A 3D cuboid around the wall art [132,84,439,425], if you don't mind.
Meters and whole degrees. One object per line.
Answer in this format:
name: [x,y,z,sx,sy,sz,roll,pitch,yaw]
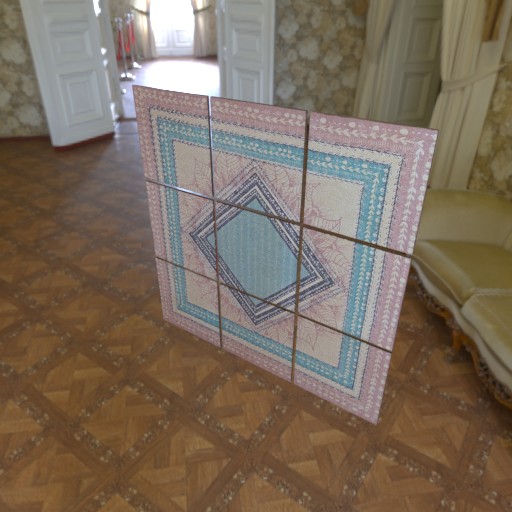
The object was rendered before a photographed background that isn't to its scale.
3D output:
wall art: [0.000,0.000,2.288,1.527,1.525,0.014,19,36,29]
